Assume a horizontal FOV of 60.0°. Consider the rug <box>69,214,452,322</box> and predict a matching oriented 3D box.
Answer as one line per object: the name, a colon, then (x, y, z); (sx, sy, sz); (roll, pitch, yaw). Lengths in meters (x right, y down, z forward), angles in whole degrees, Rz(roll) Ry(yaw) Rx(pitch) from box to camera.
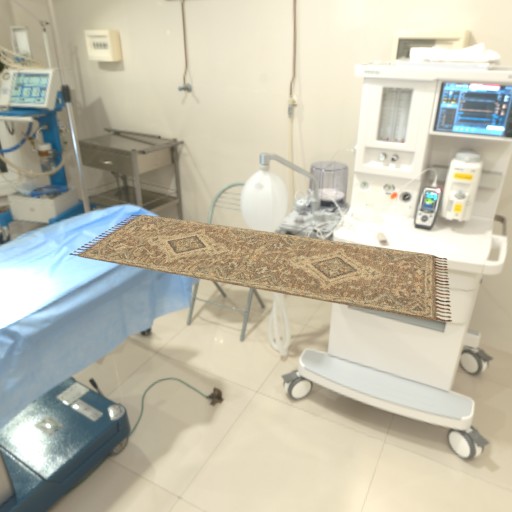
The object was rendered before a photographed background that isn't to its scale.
rug: (0.000, 0.000, 2.797); (2.378, 0.018, 1.324); (18, 32, 31)
